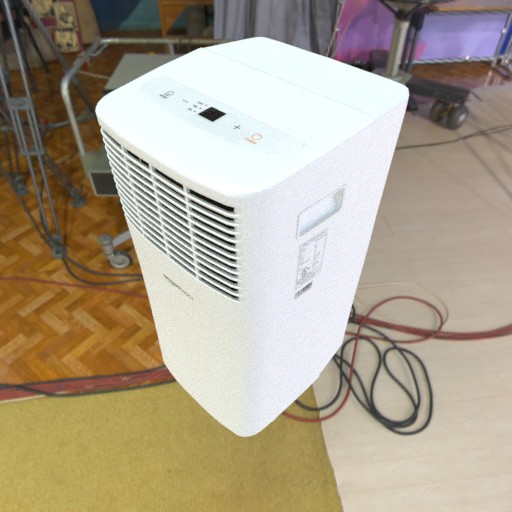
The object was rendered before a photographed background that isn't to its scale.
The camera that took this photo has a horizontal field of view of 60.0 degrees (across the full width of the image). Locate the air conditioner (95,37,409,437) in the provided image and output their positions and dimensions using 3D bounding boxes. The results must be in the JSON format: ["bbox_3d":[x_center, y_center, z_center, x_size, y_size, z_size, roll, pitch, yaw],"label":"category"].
[{"bbox_3d":[0.000,0.000,0.772,0.304,0.606,0.349,34,55,29],"label":"air conditioner"}]
